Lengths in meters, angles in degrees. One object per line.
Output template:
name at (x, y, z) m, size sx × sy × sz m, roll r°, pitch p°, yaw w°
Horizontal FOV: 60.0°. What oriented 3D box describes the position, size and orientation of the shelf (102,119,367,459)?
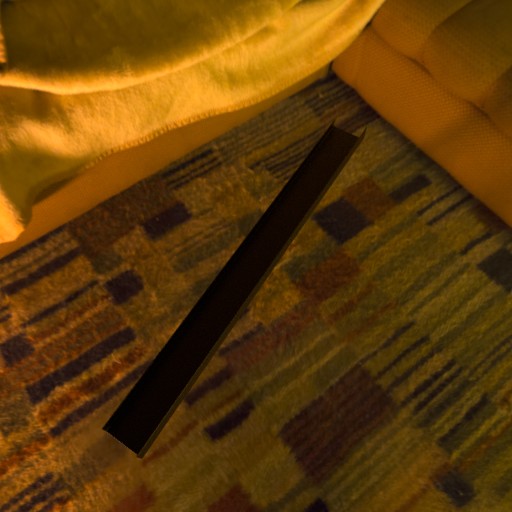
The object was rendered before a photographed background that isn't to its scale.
shelf at (0.000, 0.000, 0.995) m, size 0.092 × 0.049 × 0.924 m, roll 30°, pitch 66°, yaw 15°
